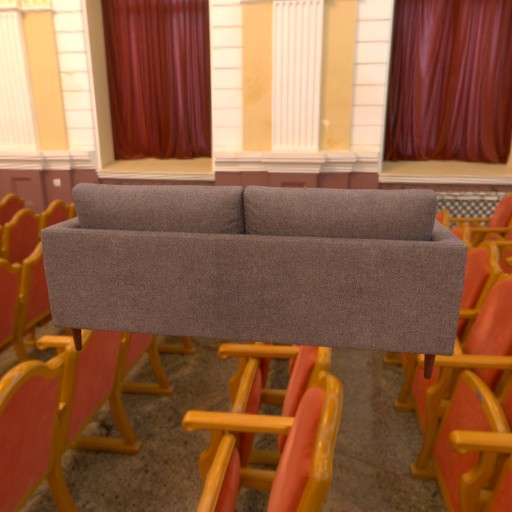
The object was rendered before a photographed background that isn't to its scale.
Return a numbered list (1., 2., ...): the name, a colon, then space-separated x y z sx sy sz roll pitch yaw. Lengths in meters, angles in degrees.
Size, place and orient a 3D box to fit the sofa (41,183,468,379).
1. sofa: 0.000 0.000 2.495 1.948 0.868 1.020 2 16 9
